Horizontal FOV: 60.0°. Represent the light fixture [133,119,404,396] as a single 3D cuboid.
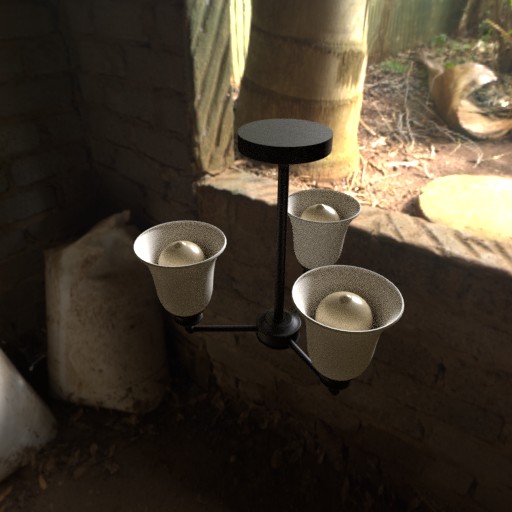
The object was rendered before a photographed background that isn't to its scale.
[{"bbox_3d":[0.000,0.000,0.656,0.354,0.370,0.388,0,32,0],"label":"light fixture"}]
